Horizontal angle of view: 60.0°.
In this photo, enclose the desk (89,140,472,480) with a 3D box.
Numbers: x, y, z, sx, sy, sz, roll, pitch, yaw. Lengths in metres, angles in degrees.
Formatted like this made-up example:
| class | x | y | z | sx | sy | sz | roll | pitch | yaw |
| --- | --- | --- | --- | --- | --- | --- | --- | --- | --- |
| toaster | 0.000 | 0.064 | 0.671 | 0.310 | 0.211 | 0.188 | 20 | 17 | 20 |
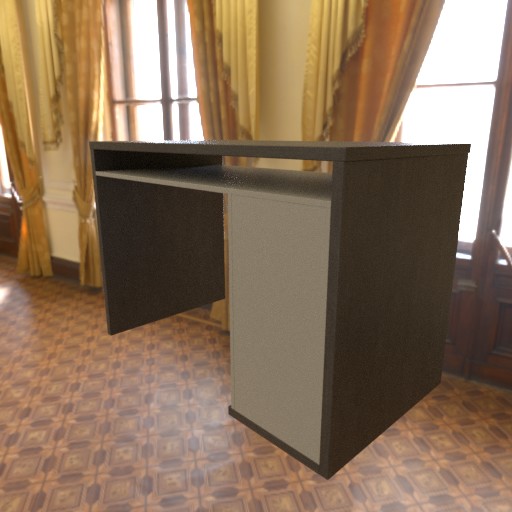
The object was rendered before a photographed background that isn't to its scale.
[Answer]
| class | x | y | z | sx | sy | sz | roll | pitch | yaw |
| --- | --- | --- | --- | --- | --- | --- | --- | --- | --- |
| desk | 0.000 | 0.000 | 1.506 | 0.600 | 0.750 | 1.100 | -14 | 21 | -42 |
